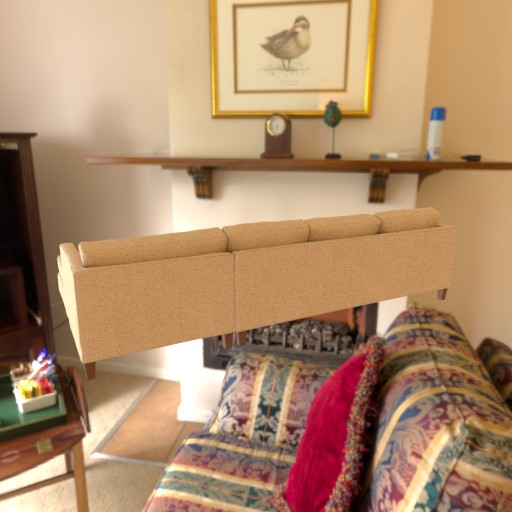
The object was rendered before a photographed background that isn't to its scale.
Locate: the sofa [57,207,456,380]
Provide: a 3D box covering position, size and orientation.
[{"bbox_3d":[0.000,0.000,3.959,3.186,0.846,1.625,-7,16,-27],"label":"sofa"}]
